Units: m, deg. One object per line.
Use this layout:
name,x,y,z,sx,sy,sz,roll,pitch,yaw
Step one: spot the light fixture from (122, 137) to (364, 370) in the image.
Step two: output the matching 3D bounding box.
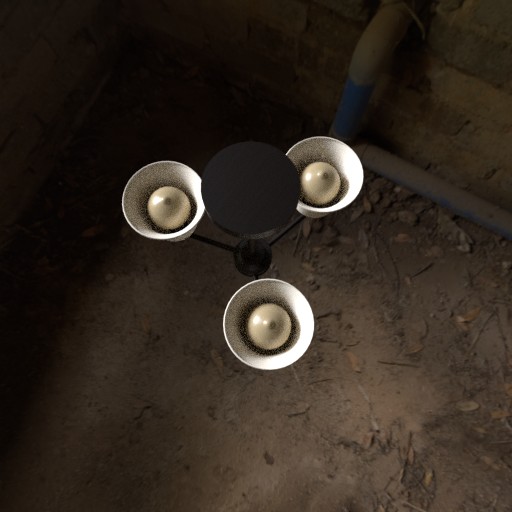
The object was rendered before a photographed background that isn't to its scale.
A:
light fixture,0.000,0.000,0.700,0.388,0.370,0.354,-10,75,-3
